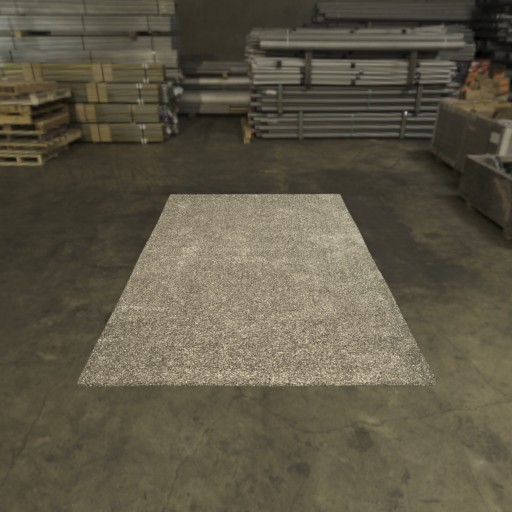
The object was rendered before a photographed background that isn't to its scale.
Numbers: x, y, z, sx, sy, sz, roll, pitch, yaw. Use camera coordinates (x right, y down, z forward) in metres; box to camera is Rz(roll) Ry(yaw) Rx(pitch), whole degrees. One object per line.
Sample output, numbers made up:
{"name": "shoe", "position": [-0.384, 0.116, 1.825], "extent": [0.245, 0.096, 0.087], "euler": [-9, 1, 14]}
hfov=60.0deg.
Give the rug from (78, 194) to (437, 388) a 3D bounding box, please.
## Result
{"name": "rug", "position": [0.000, 0.000, 2.885], "extent": [1.502, 0.025, 2.350], "euler": [0, 27, 0]}
